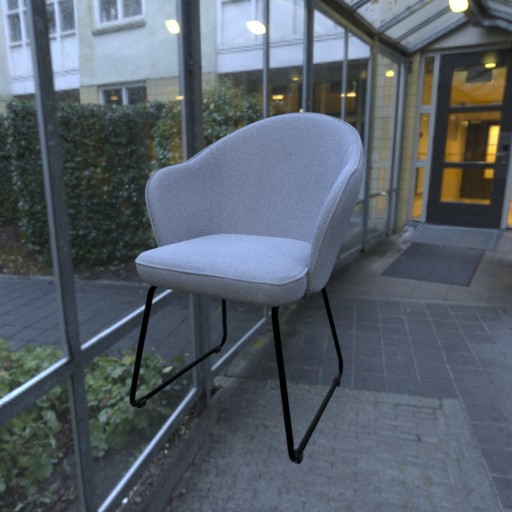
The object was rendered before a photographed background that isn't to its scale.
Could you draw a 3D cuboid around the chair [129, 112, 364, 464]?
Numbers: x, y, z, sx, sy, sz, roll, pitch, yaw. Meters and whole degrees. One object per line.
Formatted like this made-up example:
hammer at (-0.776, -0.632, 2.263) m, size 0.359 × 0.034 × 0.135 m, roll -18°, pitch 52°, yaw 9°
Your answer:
chair at (0.000, 0.000, 1.259) m, size 0.570 × 0.817 × 0.592 m, roll 7°, pitch 15°, yaw 26°
